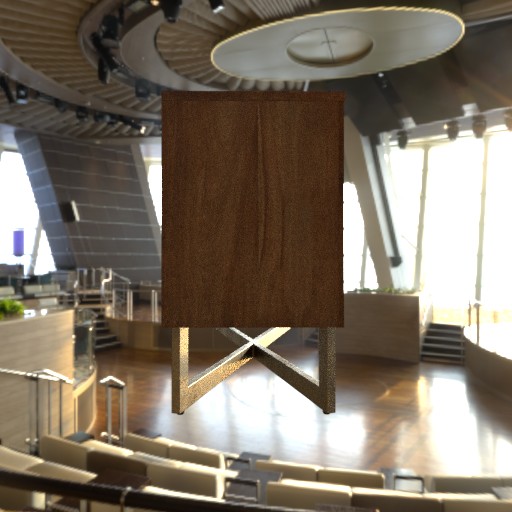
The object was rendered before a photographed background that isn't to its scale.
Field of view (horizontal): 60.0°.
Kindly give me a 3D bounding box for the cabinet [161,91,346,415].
[{"bbox_3d":[0.000,0.000,1.780,0.480,0.812,1.373,0,0,0],"label":"cabinet"}]
